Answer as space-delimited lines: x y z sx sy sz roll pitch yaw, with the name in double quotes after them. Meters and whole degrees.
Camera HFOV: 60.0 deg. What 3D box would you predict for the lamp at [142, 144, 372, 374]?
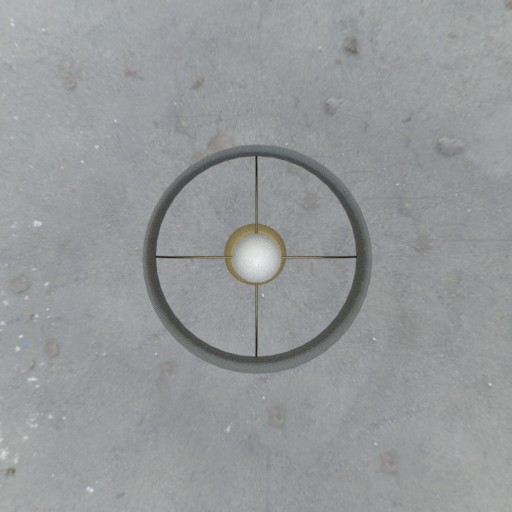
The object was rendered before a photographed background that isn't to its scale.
0.000 0.000 0.743 0.309 0.545 0.309 0 91 0 "lamp"
